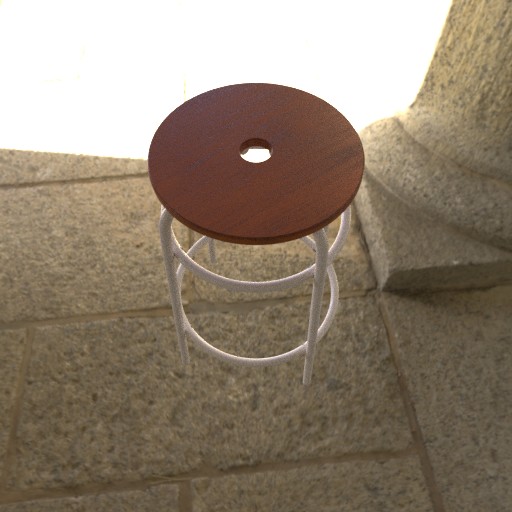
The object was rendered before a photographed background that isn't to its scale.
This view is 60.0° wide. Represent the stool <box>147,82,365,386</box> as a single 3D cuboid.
[{"bbox_3d":[0.000,0.000,0.942,0.455,0.610,0.455,-31,62,-18],"label":"stool"}]
